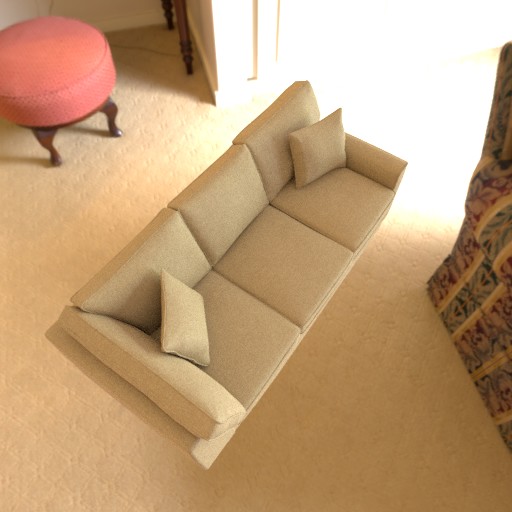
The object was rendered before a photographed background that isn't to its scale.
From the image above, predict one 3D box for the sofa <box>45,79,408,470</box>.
[{"bbox_3d":[0.000,0.000,2.830,1.061,0.962,2.317,31,63,18],"label":"sofa"}]
